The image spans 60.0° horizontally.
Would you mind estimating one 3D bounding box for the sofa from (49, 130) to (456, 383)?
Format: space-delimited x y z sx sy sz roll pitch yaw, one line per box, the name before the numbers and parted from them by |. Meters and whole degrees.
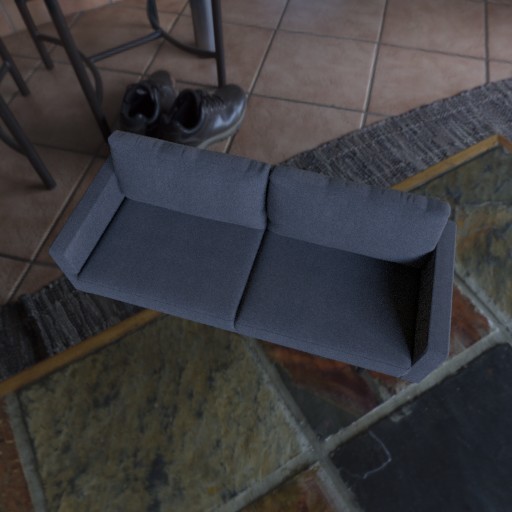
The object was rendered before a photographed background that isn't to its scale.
sofa | 0.000 0.000 2.576 2.100 0.880 0.880 14 59 9
